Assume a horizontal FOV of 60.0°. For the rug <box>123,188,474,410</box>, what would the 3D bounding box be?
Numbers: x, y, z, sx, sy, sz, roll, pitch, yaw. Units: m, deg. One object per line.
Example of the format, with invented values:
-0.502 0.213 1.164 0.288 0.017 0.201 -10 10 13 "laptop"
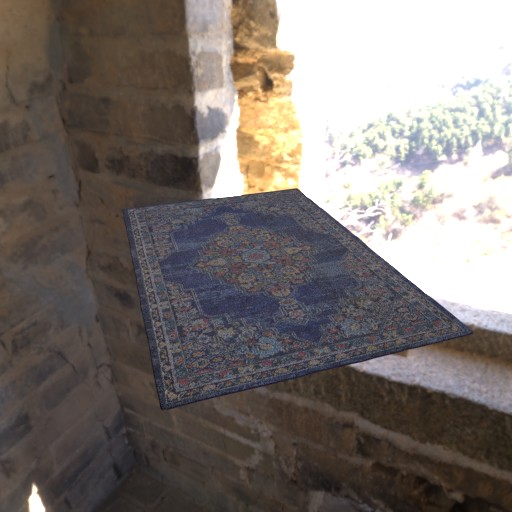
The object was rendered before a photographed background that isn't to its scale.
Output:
0.000 0.000 3.839 2.053 0.011 2.940 -9 30 -16 "rug"
